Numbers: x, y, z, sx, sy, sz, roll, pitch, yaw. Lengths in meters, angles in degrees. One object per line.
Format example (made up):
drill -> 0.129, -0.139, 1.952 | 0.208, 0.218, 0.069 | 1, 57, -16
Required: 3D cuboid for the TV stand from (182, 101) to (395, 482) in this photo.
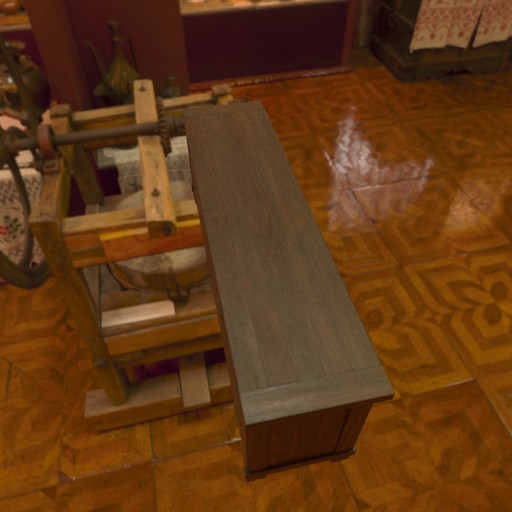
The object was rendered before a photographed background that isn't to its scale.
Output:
TV stand -> 0.000, 0.000, 2.149 | 0.471, 0.615, 1.866 | -9, 47, -8
